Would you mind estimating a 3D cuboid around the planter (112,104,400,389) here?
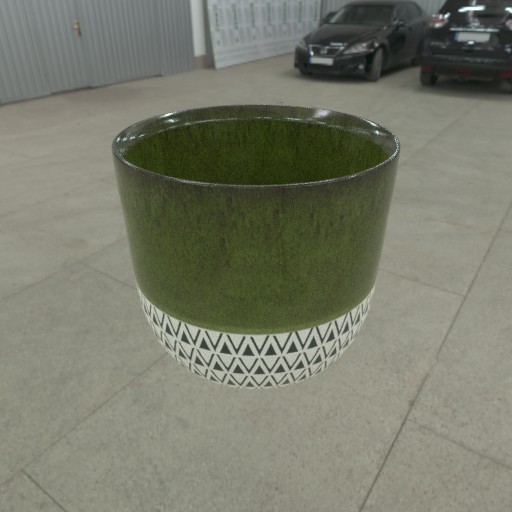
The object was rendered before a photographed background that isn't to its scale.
[{"bbox_3d":[0.000,0.000,0.491,0.266,0.270,0.266,0,31,0],"label":"planter"}]
